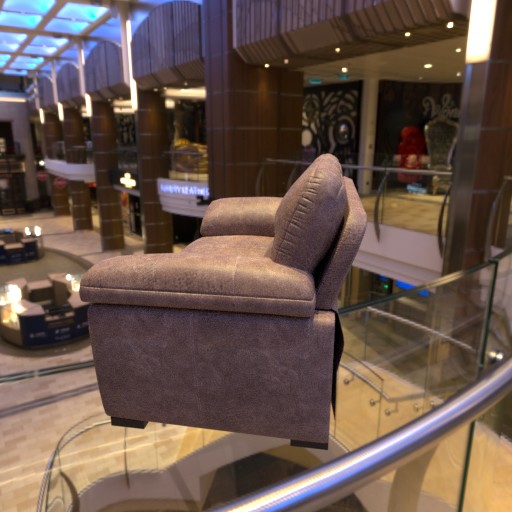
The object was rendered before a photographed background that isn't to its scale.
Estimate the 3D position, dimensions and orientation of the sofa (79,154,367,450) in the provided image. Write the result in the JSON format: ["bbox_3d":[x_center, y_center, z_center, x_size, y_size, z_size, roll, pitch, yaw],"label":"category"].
[{"bbox_3d":[0.000,0.000,2.294,0.991,0.991,1.753,3,15,9],"label":"sofa"}]
